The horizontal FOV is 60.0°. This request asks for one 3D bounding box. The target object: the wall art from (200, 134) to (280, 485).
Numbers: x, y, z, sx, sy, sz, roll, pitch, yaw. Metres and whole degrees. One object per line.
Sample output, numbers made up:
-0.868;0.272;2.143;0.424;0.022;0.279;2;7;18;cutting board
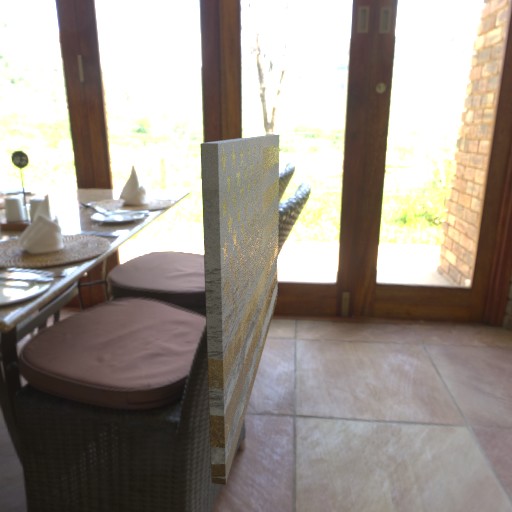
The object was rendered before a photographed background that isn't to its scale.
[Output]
0.000;0.000;1.176;0.027;0.610;0.932;2;16;8;wall art
